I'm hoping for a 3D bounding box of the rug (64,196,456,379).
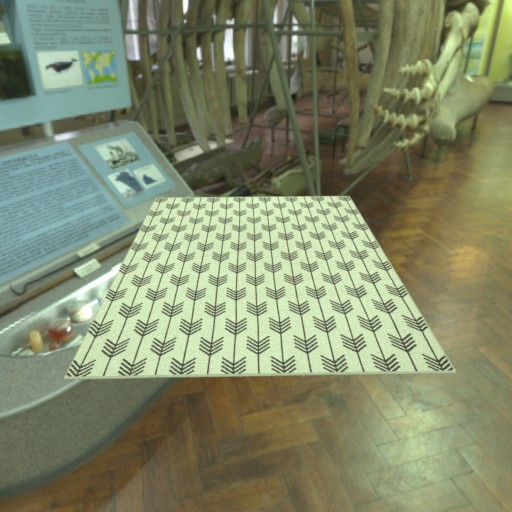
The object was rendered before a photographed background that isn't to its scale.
[{"bbox_3d":[0.000,0.000,3.973,2.330,0.010,3.061,-1,28,-1],"label":"rug"}]
